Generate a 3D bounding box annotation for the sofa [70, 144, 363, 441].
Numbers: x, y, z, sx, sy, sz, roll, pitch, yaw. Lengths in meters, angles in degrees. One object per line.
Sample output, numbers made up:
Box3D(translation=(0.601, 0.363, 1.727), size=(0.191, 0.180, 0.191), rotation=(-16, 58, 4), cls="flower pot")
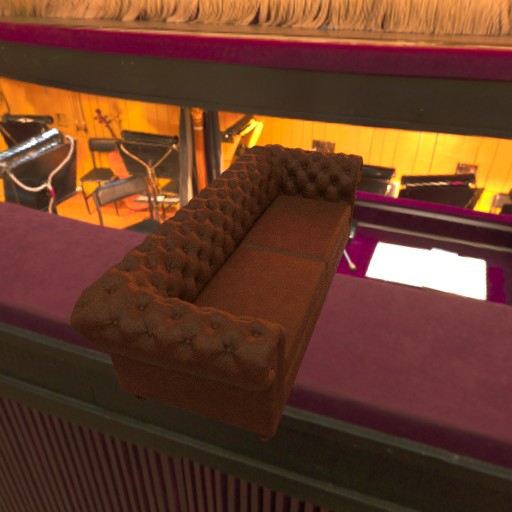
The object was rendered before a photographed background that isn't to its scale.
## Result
Box3D(translation=(0.000, 0.000, 2.819), size=(0.944, 0.783, 2.385), rotation=(11, 33, 17), cls="sofa")
